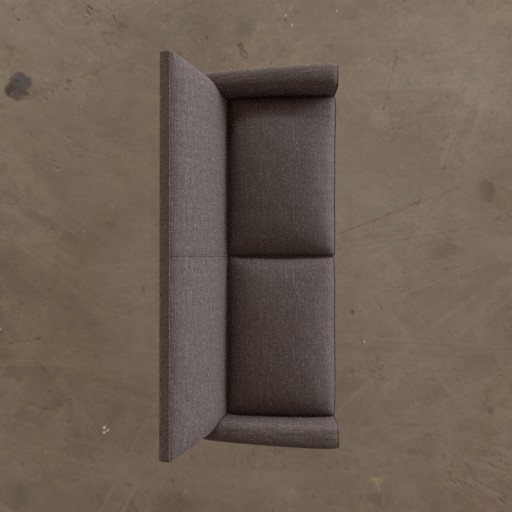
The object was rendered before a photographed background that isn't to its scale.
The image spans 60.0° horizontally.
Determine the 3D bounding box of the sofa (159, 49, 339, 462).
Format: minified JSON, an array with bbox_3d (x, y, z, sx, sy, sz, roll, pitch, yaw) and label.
[{"bbox_3d":[0.000,0.000,2.443,0.875,0.846,1.976,0,90,1],"label":"sofa"}]
